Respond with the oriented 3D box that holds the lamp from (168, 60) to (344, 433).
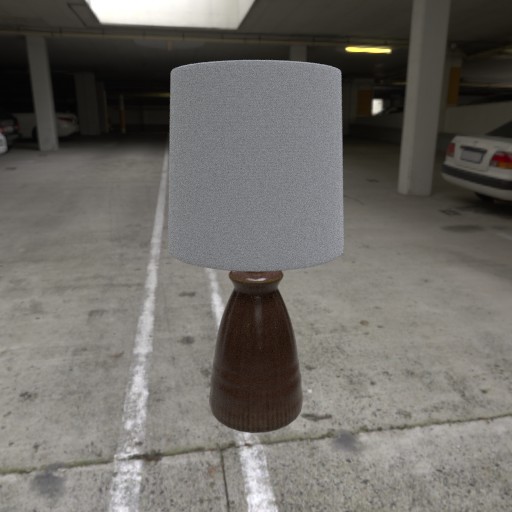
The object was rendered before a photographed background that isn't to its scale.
[{"bbox_3d":[0.000,0.000,0.482,0.186,0.369,0.186,0,15,0],"label":"lamp"}]
